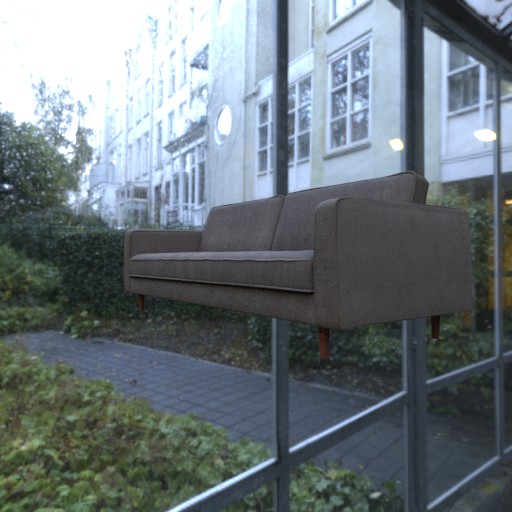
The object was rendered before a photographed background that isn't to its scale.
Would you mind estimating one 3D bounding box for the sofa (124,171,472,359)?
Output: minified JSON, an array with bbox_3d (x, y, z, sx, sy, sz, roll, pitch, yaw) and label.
[{"bbox_3d":[0.000,0.000,2.737,0.923,0.813,2.295,0,0,-36],"label":"sofa"}]
